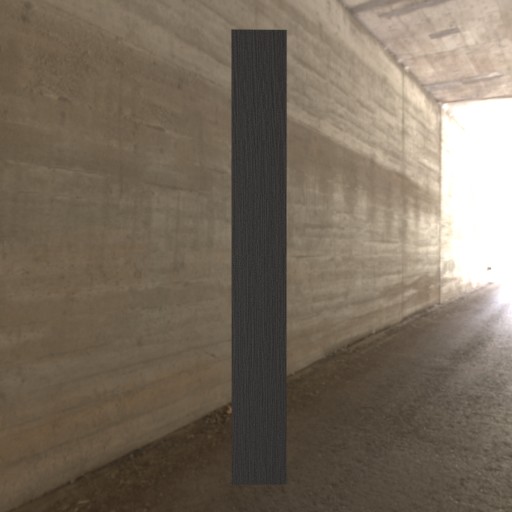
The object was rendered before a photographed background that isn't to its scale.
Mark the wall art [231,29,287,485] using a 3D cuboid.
[{"bbox_3d":[0.000,0.000,0.443,0.036,0.300,0.302,0,1,-1],"label":"wall art"}]
